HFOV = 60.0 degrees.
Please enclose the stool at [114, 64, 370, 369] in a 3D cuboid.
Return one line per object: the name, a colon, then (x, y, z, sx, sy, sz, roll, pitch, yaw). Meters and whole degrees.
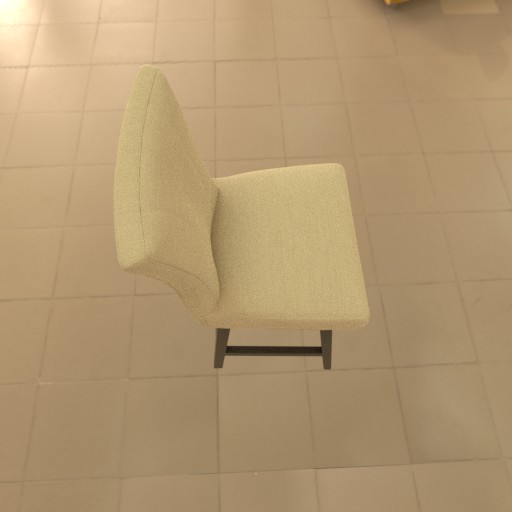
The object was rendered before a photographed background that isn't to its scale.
stool: (0.000, 0.000, 1.329, 0.574, 1.000, 0.514, -3, 64, -1)
